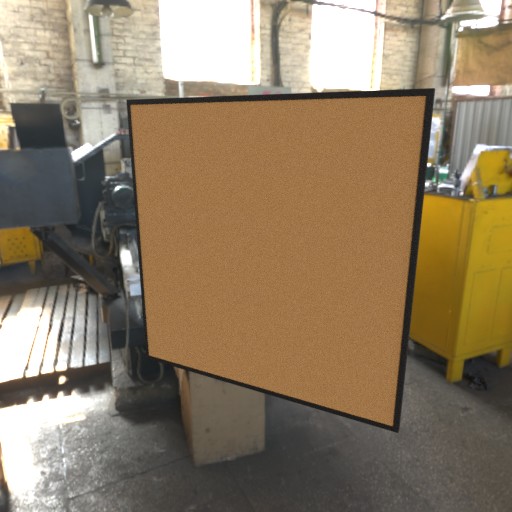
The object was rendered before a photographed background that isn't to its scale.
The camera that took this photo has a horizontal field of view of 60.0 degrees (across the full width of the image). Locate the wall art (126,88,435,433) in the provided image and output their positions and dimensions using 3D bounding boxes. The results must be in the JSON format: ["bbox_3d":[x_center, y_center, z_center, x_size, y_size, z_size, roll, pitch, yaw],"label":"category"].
[{"bbox_3d":[0.000,0.000,0.969,0.664,0.663,0.015,8,18,26],"label":"wall art"}]
